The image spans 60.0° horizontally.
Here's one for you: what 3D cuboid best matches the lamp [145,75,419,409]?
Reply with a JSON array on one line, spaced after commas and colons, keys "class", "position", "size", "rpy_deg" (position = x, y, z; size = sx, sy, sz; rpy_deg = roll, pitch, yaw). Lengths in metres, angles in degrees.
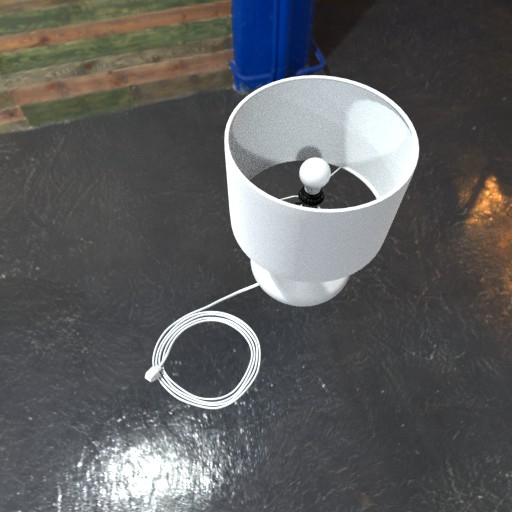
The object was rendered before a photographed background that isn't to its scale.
[{"class": "lamp", "position": [0.000, 0.000, 0.848], "size": [0.546, 0.457, 0.401], "rpy_deg": [-14, 59, -9]}]
